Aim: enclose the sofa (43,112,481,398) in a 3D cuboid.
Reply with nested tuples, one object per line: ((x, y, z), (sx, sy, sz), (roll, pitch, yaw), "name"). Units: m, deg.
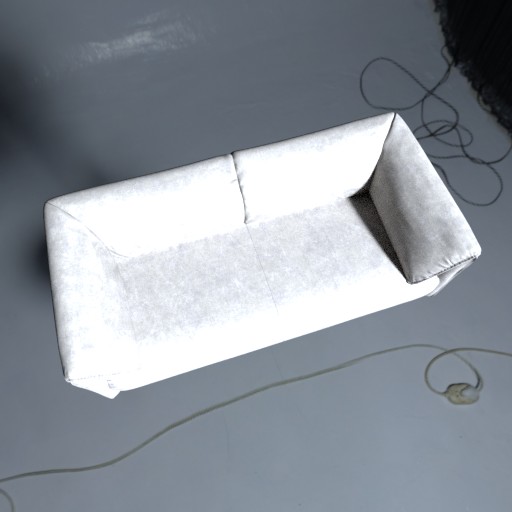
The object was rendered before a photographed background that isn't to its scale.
((0.000, 0.000, 2.313), (1.878, 0.747, 0.905), (-16, 65, -8), "sofa")
